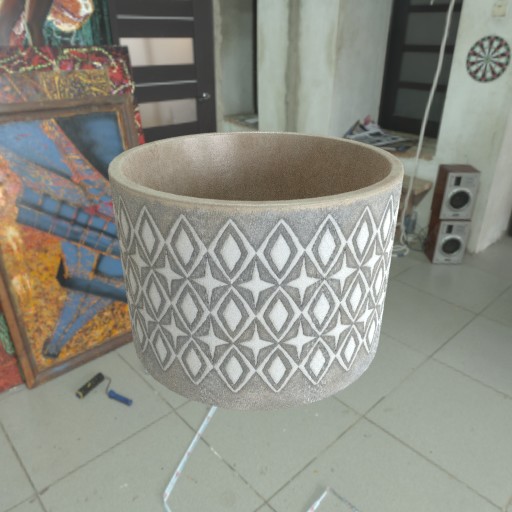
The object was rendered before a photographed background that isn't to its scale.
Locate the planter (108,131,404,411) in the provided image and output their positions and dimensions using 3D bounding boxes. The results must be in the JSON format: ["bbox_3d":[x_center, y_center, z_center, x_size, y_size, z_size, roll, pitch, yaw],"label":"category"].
[{"bbox_3d":[0.000,0.000,0.284,0.164,0.127,0.164,0,26,0],"label":"planter"}]
